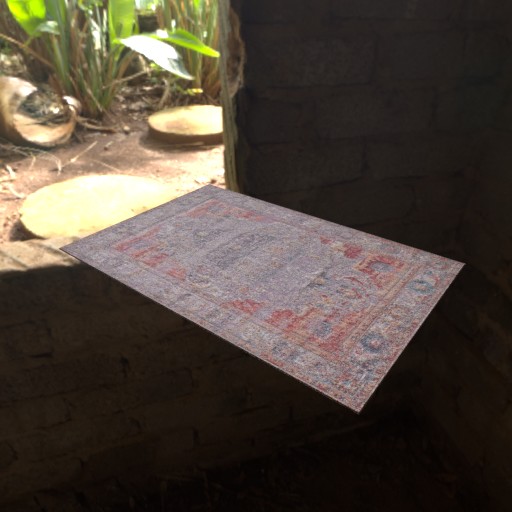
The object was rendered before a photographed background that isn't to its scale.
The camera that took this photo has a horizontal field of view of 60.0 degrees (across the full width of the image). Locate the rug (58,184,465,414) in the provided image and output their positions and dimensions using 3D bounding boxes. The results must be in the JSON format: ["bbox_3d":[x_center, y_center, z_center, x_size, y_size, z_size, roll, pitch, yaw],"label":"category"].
[{"bbox_3d":[0.000,0.000,2.387,1.829,0.005,1.219,22,37,32],"label":"rug"}]
